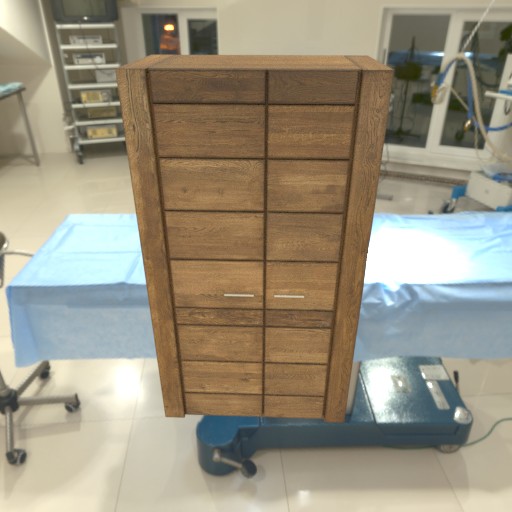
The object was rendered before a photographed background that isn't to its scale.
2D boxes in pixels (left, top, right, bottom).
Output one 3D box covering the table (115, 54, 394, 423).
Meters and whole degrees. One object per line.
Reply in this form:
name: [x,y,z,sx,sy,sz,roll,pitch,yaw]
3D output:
table: [0.000,0.000,2.476,1.100,2.000,0.600,1,29,2]
